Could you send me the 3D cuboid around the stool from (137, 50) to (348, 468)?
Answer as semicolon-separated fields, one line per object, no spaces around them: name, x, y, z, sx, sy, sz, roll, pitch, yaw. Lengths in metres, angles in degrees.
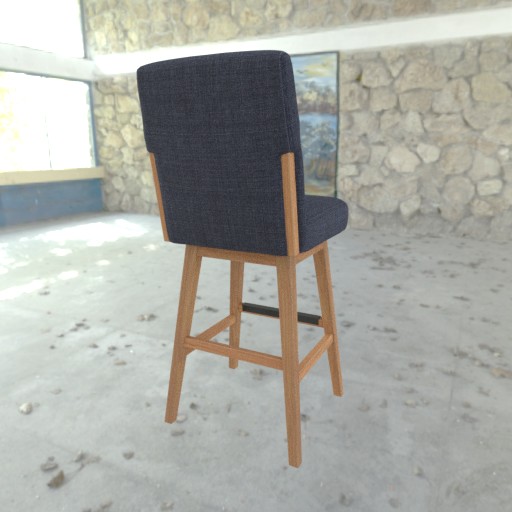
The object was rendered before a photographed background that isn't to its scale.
stool;0.000;0.000;1.417;0.483;1.112;0.570;7;16;27
